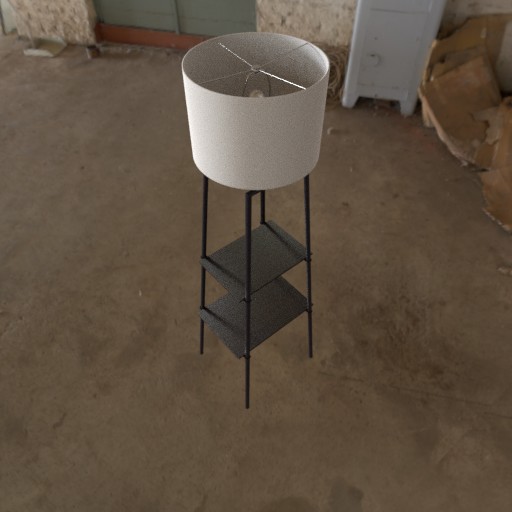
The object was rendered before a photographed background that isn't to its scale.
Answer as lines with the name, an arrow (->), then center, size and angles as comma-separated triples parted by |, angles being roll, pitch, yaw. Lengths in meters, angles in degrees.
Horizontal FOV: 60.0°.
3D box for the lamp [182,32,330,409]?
lamp -> 0.000, 0.000, 1.673 | 0.427, 1.474, 0.384 | -32, 55, -25
